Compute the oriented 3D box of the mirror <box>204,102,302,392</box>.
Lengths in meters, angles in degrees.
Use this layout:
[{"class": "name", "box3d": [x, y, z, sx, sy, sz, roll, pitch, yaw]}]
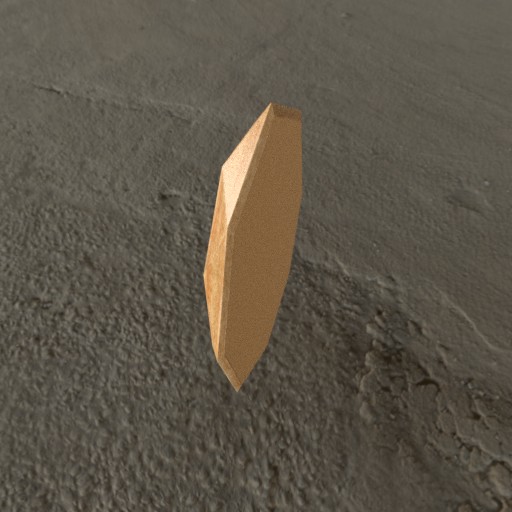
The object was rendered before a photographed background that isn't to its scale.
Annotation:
[{"class": "mirror", "box3d": [0.000, 0.000, 1.041, 0.070, 0.774, 0.577, 15, 48, 14]}]
